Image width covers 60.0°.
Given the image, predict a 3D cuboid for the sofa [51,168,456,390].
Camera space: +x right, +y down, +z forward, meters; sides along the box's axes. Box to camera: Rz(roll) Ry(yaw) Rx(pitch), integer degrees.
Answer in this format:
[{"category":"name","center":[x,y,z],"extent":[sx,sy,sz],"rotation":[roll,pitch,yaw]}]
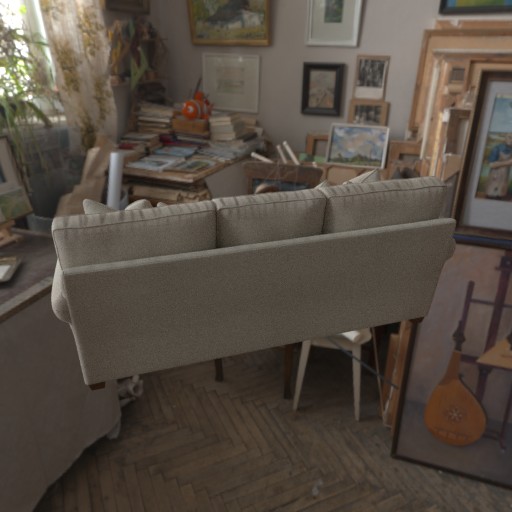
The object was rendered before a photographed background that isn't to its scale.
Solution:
[{"category":"sofa","center":[0.000,0.000,2.791],"extent":[2.312,0.975,0.965],"rotation":[-8,27,-16]}]
